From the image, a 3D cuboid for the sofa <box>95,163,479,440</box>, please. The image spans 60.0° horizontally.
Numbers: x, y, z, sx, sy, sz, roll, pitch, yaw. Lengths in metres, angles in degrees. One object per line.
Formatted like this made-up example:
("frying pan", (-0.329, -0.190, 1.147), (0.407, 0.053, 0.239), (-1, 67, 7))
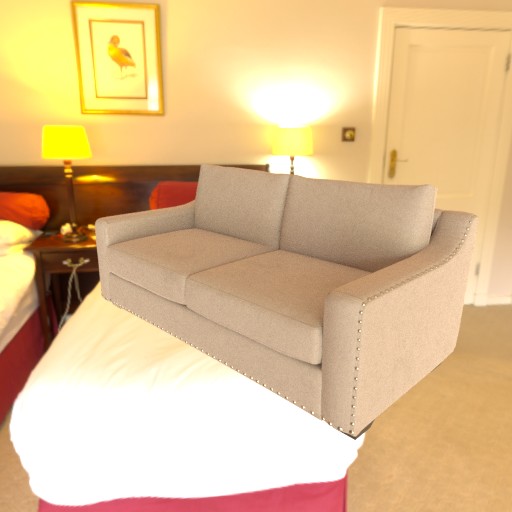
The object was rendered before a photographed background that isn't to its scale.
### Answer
("sofa", (0.000, 0.000, 2.495), (1.030, 0.901, 1.967), (-16, 22, -43))
